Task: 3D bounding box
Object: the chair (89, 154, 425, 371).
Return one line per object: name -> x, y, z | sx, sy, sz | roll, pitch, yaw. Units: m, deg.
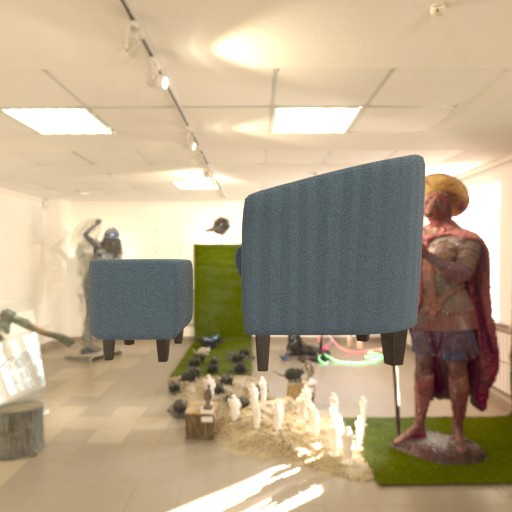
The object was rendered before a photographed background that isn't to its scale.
chair -> 0.000, 0.000, 1.760 | 1.288, 0.757, 0.756 | 0, 0, 0
